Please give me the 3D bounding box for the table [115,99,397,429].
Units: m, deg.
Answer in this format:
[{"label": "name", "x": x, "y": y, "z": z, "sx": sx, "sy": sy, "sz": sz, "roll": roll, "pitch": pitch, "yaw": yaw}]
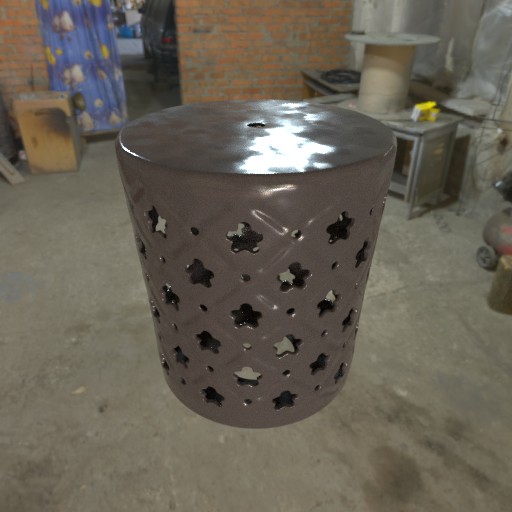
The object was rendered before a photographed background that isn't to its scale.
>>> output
[{"label": "table", "x": 0.000, "y": 0.000, "z": 0.660, "sx": 0.352, "sy": 0.387, "sz": 0.352, "roll": 0, "pitch": 31, "yaw": 0}]
